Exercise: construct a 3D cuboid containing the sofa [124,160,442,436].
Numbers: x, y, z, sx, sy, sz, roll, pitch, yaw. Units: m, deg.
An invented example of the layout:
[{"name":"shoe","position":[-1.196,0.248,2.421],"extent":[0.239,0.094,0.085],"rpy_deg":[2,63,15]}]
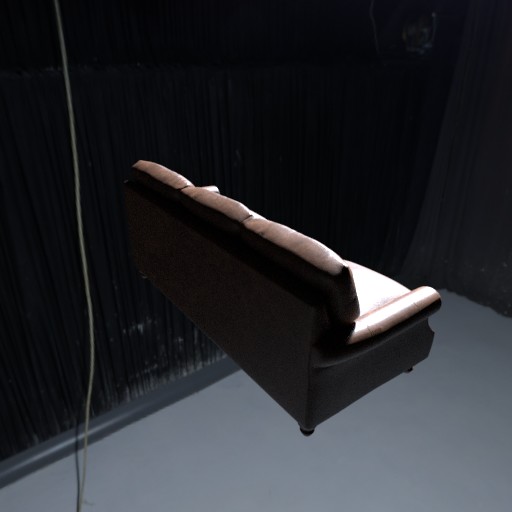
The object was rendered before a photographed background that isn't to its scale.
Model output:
[{"name":"sofa","position":[0.000,0.000,2.989],"extent":[0.973,0.977,2.351],"rpy_deg":[-18,31,-32]}]
